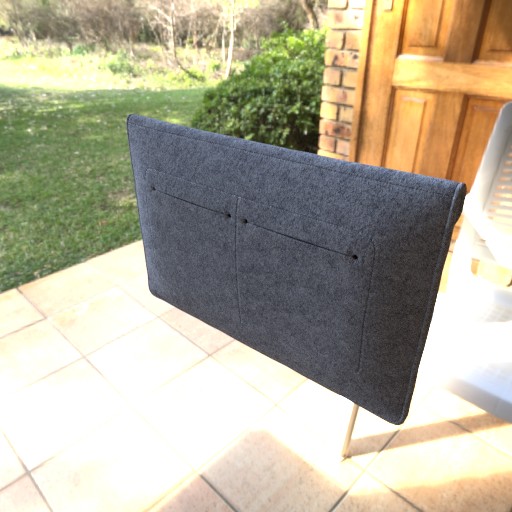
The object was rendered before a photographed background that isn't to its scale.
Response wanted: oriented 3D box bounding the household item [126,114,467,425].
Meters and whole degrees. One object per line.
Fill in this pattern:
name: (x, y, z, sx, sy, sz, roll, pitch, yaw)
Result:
household item: (0.000, 0.000, 0.423, 0.335, 0.221, 0.057, 21, 36, 33)
